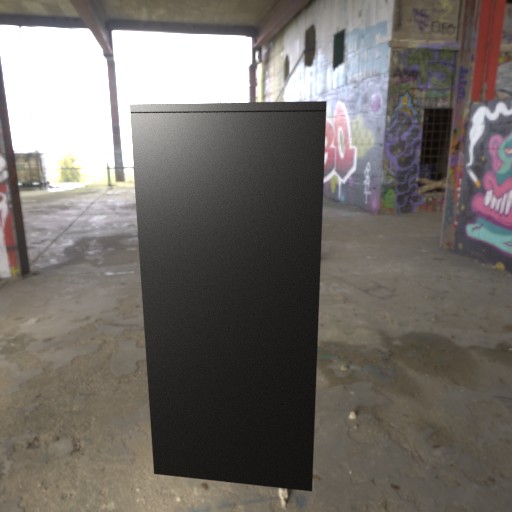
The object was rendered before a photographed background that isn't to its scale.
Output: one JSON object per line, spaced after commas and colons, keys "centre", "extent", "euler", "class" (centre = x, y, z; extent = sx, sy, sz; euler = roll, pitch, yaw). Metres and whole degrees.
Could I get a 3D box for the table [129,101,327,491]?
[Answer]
{"centre": [0.000, 0.000, 1.322], "extent": [0.380, 0.790, 0.930], "euler": [2, 14, 8], "class": "table"}
